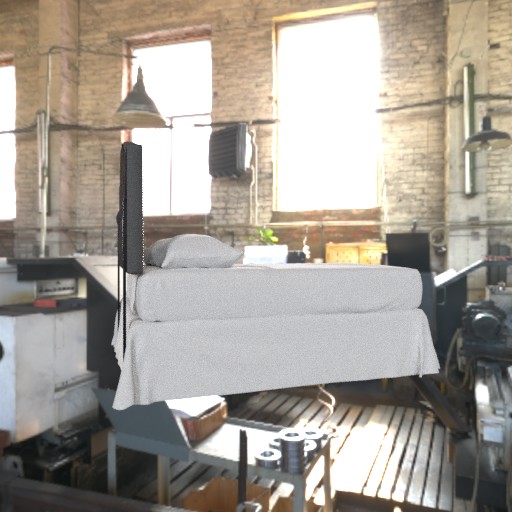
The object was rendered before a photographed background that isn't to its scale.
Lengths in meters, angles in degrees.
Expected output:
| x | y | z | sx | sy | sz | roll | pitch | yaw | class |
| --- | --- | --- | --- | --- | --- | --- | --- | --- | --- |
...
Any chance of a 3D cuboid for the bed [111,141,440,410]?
| x | y | z | sx | sy | sz | roll | pitch | yaw | class |
| --- | --- | --- | --- | --- | --- | --- | --- | --- | --- |
| 0.000 | 0.000 | 3.575 | 2.221 | 1.645 | 1.876 | 0 | 0 | -18 | bed |
